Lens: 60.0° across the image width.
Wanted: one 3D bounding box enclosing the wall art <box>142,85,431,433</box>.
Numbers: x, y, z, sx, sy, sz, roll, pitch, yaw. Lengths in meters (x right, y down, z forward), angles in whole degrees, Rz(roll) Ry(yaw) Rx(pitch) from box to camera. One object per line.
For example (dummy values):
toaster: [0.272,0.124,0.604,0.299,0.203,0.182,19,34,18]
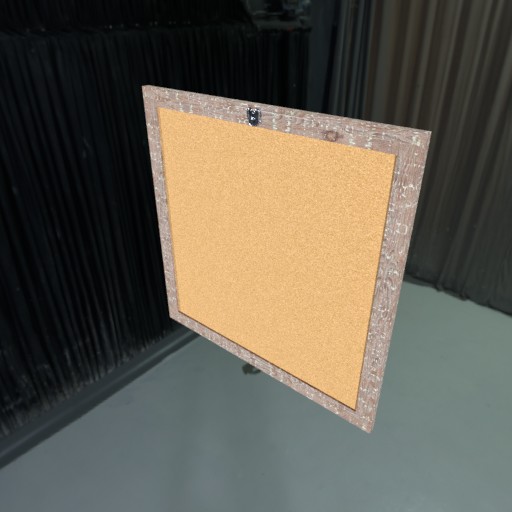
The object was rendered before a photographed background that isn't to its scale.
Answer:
wall art: [0.000,0.000,0.582,0.384,0.384,0.012,22,37,33]
